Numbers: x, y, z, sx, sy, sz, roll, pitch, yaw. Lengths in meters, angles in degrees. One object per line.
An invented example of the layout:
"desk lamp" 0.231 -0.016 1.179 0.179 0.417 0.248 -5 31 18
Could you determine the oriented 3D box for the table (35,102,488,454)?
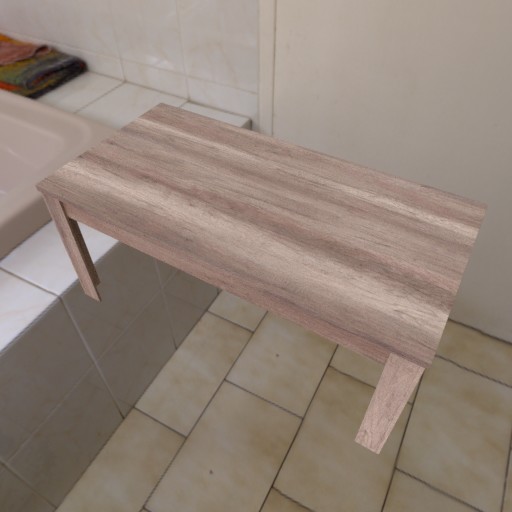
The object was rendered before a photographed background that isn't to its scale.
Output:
"table" 0.000 0.000 2.249 1.800 0.790 0.900 23 51 21
